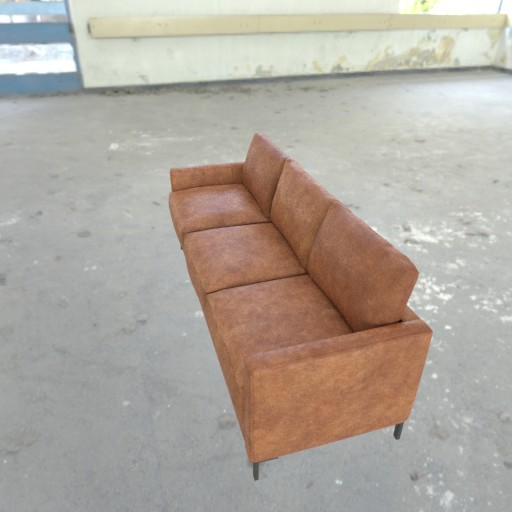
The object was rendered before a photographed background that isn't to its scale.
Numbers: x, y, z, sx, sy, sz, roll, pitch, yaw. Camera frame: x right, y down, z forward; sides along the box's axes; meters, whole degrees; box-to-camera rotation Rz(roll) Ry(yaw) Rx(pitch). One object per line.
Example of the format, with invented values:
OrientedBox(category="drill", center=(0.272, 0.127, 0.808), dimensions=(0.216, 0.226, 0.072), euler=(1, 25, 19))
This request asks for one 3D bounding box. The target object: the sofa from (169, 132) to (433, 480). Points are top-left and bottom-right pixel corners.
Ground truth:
OrientedBox(category="sofa", center=(0.000, 0.000, 2.420), dimensions=(0.748, 0.863, 2.029), euler=(-9, 32, -14))
